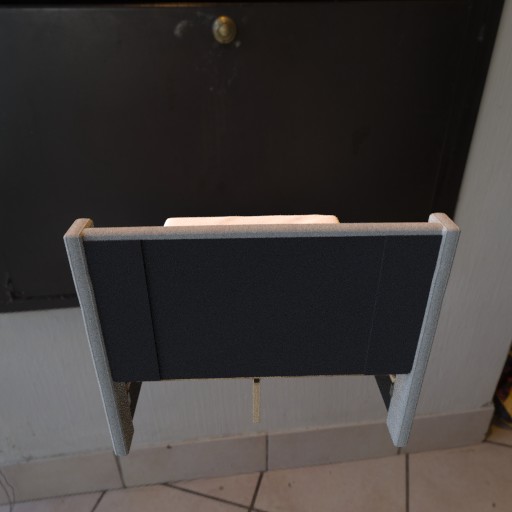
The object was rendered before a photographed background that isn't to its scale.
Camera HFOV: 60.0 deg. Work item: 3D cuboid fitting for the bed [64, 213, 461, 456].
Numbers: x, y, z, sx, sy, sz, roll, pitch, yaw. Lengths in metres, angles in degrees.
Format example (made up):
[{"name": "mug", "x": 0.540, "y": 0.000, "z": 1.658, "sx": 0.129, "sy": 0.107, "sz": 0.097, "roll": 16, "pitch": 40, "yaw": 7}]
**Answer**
[{"name": "bed", "x": 0.000, "y": 0.000, "z": 3.286, "sx": 1.774, "sy": 1.491, "sz": 2.222, "roll": -1, "pitch": 29, "yaw": -2}]
